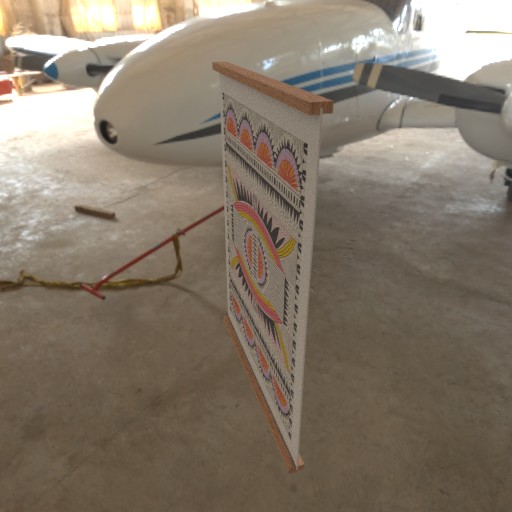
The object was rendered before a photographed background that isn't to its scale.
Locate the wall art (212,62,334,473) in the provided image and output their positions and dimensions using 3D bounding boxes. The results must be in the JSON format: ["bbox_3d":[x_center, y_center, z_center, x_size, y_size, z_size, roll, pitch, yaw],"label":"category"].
[{"bbox_3d":[0.000,0.000,0.805,0.028,0.609,0.456,-9,30,-16],"label":"wall art"}]
